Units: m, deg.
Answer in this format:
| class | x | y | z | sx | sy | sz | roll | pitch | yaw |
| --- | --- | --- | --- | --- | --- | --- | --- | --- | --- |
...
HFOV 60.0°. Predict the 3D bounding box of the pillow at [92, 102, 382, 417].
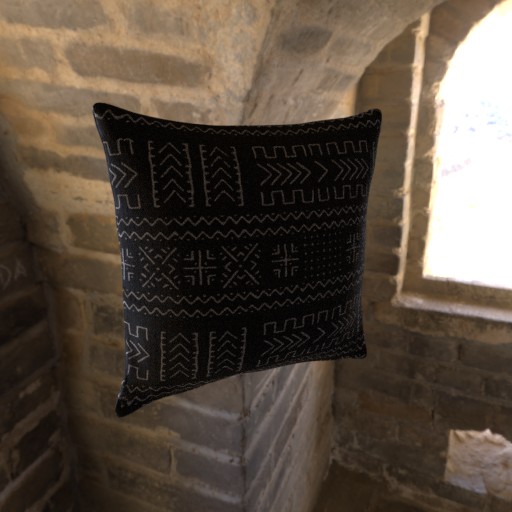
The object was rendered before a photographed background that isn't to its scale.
| class | x | y | z | sx | sy | sz | roll | pitch | yaw |
| --- | --- | --- | --- | --- | --- | --- | --- | --- | --- |
| pillow | 0.000 | 0.000 | 0.661 | 0.438 | 0.430 | 0.164 | -7 | 16 | -24 |
